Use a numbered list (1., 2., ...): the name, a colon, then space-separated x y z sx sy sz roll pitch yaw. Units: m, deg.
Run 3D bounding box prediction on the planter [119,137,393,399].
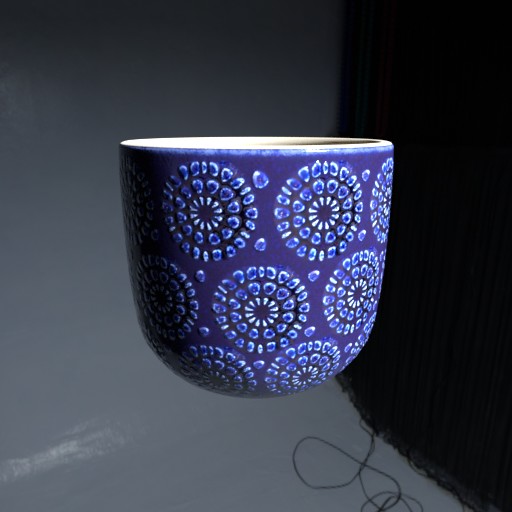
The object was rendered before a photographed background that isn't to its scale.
1. planter: 0.000 0.000 0.295 0.165 0.149 0.165 0 16 0
